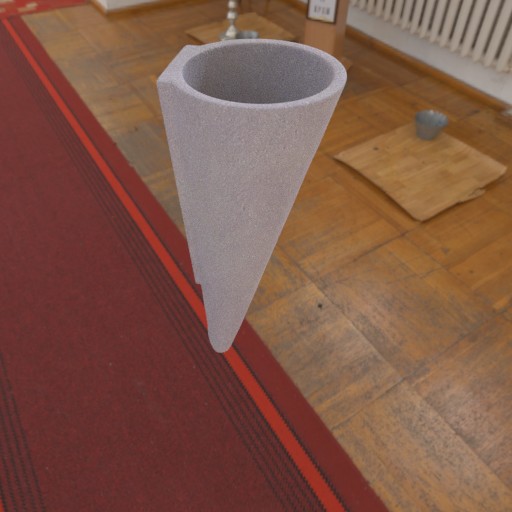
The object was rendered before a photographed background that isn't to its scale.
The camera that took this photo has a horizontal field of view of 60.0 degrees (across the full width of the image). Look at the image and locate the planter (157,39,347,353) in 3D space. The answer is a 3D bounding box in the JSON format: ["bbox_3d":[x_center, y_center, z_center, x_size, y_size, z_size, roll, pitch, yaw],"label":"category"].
[{"bbox_3d":[0.000,0.000,0.306,0.087,0.259,0.078,9,47,8],"label":"planter"}]
